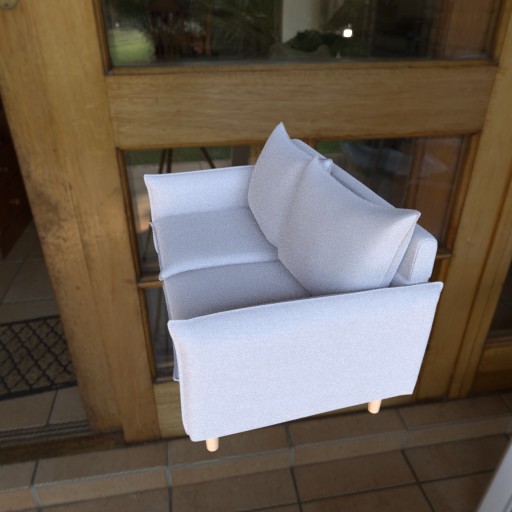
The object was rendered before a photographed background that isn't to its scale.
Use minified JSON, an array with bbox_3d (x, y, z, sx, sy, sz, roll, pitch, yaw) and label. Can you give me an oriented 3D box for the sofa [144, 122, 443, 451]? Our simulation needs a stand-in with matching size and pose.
[{"bbox_3d":[0.000,0.000,1.839,0.820,0.840,1.300,-8,30,-13],"label":"sofa"}]
